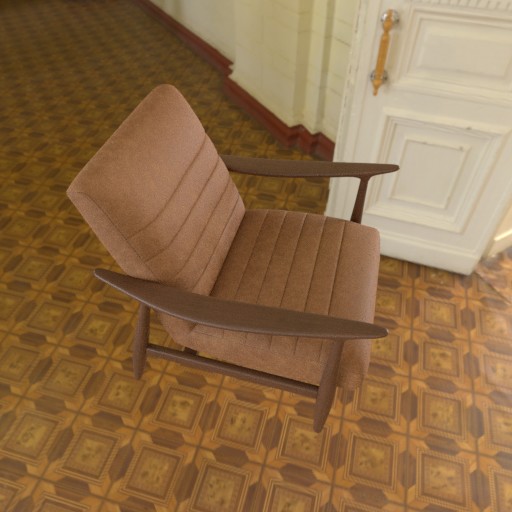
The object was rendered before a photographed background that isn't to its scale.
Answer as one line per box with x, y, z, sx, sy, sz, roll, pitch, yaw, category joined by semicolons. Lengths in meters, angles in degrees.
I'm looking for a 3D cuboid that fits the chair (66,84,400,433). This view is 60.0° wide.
0.000;0.000;1.430;0.798;0.832;0.741;11;47;10;chair
